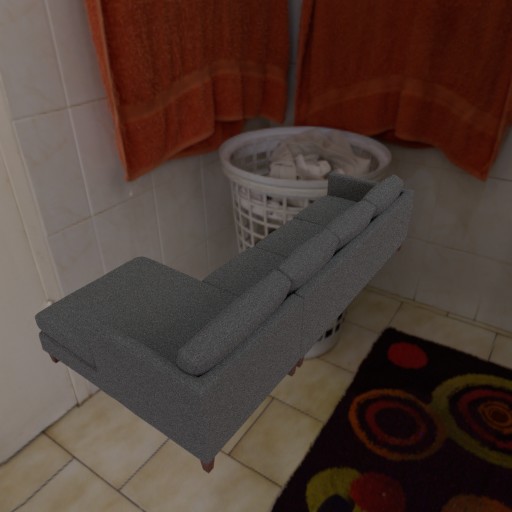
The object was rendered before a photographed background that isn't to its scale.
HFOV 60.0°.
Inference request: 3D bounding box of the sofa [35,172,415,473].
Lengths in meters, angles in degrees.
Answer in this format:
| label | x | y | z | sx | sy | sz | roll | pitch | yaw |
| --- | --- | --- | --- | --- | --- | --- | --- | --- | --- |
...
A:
| label | x | y | z | sx | sy | sz | roll | pitch | yaw |
| --- | --- | --- | --- | --- | --- | --- | --- | --- | --- |
| sofa | 0.000 | 0.000 | 3.818 | 1.625 | 0.846 | 3.186 | 21 | 37 | 30 |
